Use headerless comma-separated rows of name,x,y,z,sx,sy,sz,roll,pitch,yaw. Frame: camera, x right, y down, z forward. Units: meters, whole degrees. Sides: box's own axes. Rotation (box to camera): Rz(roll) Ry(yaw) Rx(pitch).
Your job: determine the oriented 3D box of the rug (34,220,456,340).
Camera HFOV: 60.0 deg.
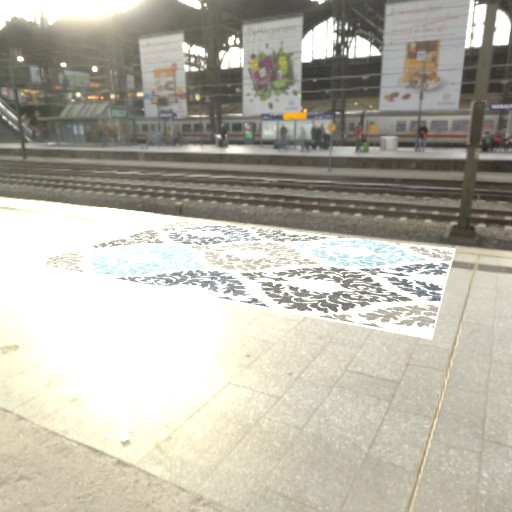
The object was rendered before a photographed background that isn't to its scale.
rug,0.000,0.000,2.847,2.275,0.014,1.514,8,17,26
